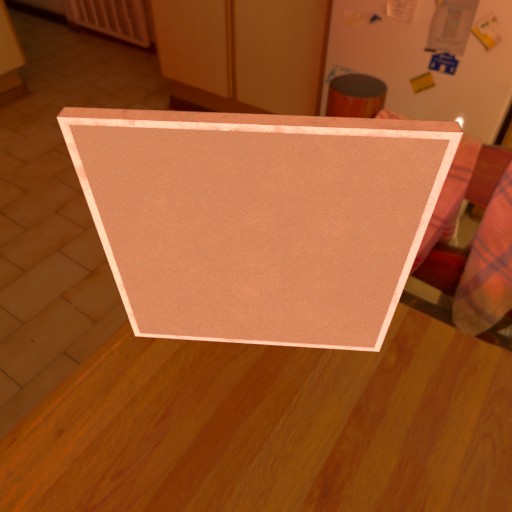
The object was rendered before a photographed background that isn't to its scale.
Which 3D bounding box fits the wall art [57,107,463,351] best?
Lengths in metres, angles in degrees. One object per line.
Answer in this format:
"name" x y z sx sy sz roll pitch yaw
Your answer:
"wall art" 0.000 0.000 1.116 0.760 0.757 0.038 3 47 3
